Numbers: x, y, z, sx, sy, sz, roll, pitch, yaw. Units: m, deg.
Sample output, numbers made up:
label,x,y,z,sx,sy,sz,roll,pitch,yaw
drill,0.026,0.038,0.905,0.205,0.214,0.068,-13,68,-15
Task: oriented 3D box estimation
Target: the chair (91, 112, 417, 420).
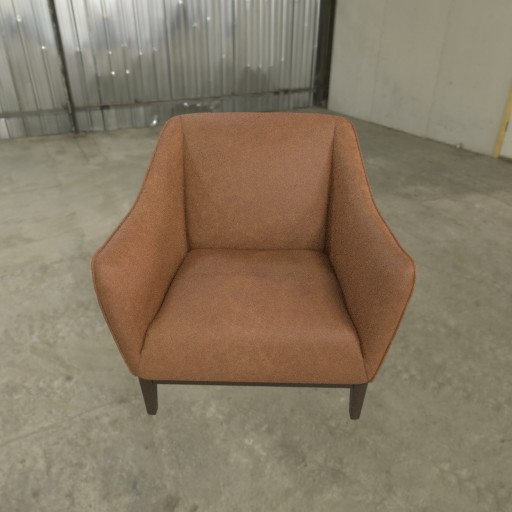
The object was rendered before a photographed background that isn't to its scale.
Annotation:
label,x,y,z,sx,sy,sz,roll,pitch,yaw
chair,0.000,0.000,1.582,0.871,0.830,0.852,1,30,1
